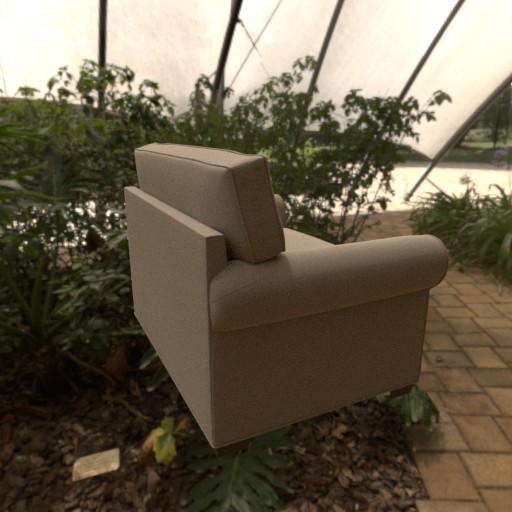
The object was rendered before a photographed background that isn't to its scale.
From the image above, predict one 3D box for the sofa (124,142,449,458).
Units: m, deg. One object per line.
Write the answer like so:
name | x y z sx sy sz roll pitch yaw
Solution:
sofa | 0.000 0.000 2.067 0.937 1.006 1.405 -8 18 -25
